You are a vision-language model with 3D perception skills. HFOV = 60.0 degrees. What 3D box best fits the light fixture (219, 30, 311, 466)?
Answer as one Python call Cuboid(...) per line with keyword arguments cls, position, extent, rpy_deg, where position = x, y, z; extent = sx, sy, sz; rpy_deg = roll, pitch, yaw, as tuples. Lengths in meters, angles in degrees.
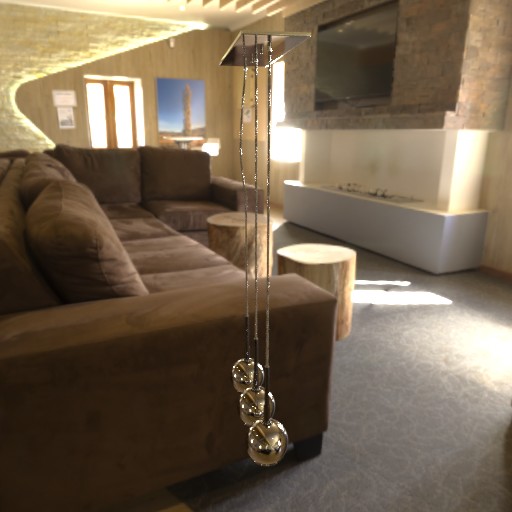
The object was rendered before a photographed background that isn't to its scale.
Cuboid(cls="light fixture", position=(0.000, 0.000, 1.658), extent=(0.188, 1.408, 0.623), rpy_deg=(-3, 16, -10))
